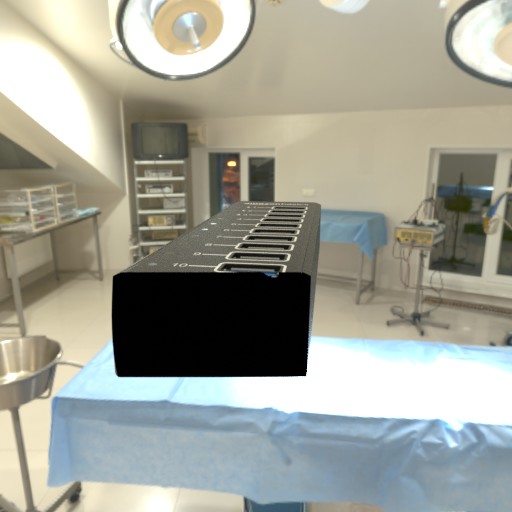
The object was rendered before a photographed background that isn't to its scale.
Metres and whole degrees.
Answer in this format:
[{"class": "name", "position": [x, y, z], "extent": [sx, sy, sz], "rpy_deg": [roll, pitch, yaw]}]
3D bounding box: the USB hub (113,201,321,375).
[{"class": "USB hub", "position": [0.000, 0.000, 0.163], "extent": [0.044, 0.023, 0.145], "rpy_deg": [2, 14, 9]}]
